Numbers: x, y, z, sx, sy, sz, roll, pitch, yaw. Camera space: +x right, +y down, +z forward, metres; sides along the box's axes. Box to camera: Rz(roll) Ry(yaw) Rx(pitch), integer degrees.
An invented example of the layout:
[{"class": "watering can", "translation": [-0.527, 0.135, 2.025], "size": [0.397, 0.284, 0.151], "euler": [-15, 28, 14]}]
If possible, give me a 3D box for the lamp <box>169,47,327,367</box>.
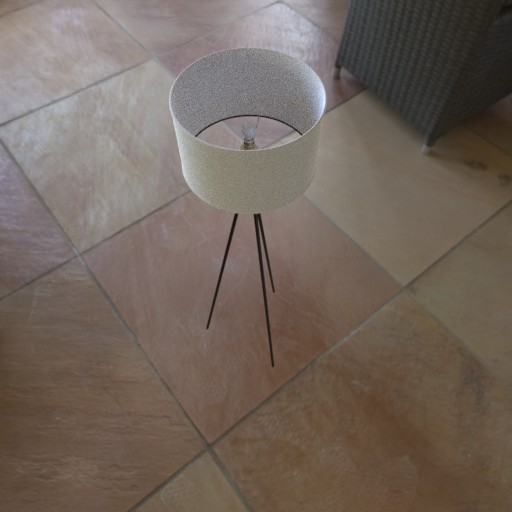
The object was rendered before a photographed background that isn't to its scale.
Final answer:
[{"class": "lamp", "translation": [0.000, 0.000, 1.797], "size": [0.448, 1.545, 0.458], "euler": [-31, 63, -18]}]
